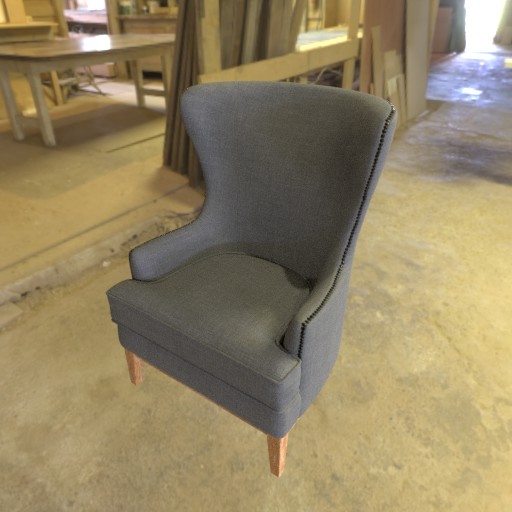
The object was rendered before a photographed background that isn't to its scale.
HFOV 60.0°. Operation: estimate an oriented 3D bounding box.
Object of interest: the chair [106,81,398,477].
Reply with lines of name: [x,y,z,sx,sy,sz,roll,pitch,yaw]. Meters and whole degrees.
chair: [0.000,0.000,1.759,0.864,1.176,0.883,20,36,30]
